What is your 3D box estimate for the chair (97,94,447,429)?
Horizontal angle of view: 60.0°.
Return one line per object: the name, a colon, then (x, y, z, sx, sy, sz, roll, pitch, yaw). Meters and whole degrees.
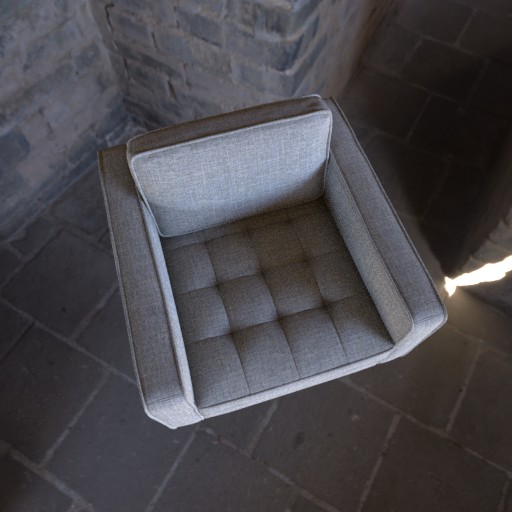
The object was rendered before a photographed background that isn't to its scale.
chair: (0.000, 0.000, 1.545, 0.889, 0.765, 0.914, -15, 64, -8)
